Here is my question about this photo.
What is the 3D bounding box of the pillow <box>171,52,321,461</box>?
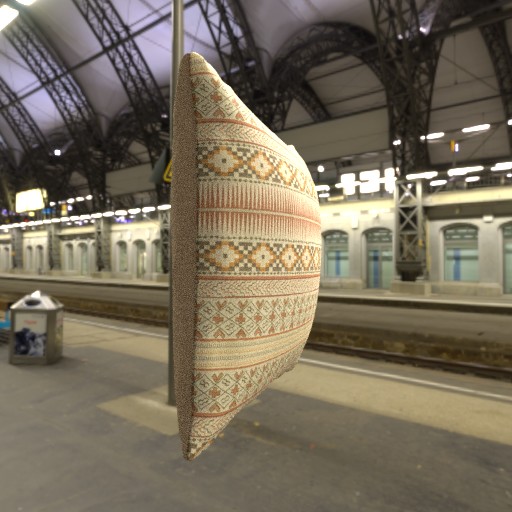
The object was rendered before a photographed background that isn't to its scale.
[{"bbox_3d":[0.000,0.000,0.792,0.215,0.519,0.521,0,-1,19],"label":"pillow"}]
